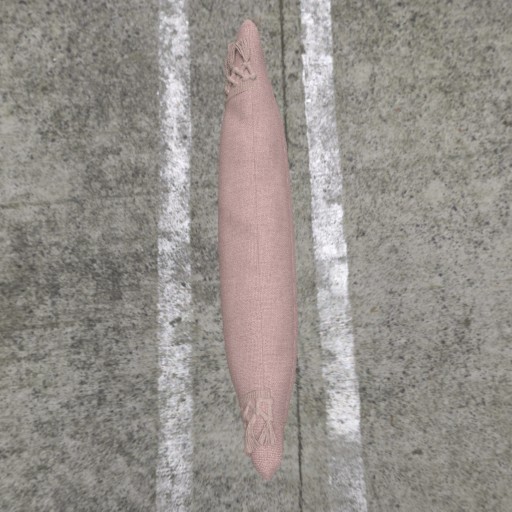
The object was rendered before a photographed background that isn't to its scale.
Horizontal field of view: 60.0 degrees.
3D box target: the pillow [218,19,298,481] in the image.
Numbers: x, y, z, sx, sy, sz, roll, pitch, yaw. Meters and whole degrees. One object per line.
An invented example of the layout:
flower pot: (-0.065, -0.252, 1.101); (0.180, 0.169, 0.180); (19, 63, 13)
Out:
pillow: (0.000, 0.000, 0.571); (0.084, 0.305, 0.466); (-2, 76, -1)
